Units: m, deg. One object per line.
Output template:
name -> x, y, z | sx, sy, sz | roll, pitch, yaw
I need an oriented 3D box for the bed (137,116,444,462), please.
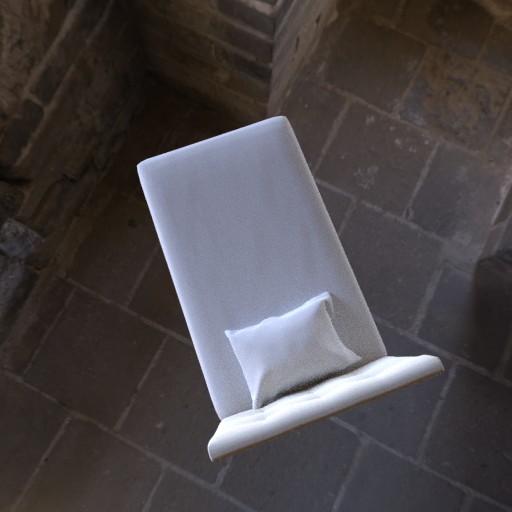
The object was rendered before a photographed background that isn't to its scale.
bed -> 0.000, 0.000, 2.950 | 1.261, 1.571, 1.997 | -20, 77, -5
